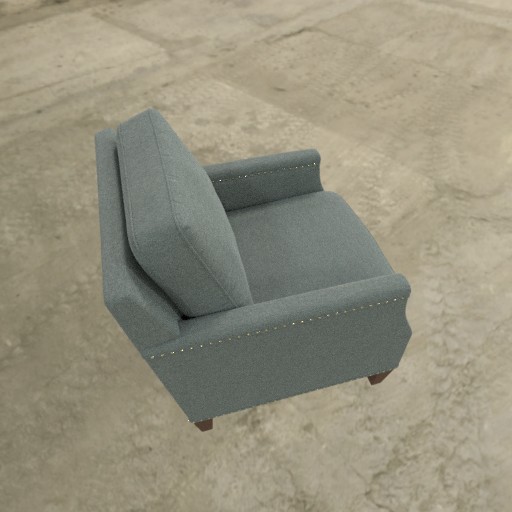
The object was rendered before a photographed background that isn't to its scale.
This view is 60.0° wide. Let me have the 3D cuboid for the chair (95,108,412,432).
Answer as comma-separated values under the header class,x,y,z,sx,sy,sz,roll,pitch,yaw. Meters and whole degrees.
class,x,y,z,sx,sy,sz,roll,pitch,yaw
chair,0.000,0.000,1.761,1.031,1.031,0.885,-11,47,-11
